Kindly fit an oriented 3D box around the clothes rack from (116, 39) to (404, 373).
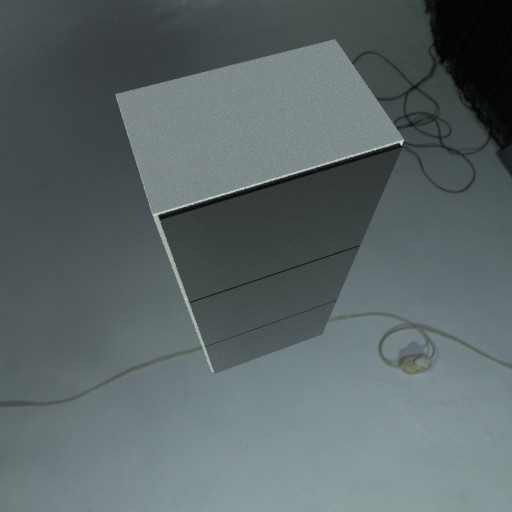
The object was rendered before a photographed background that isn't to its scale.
[{"bbox_3d":[0.000,0.000,1.411,0.500,1.187,0.330,-18,64,-9],"label":"clothes rack"}]
